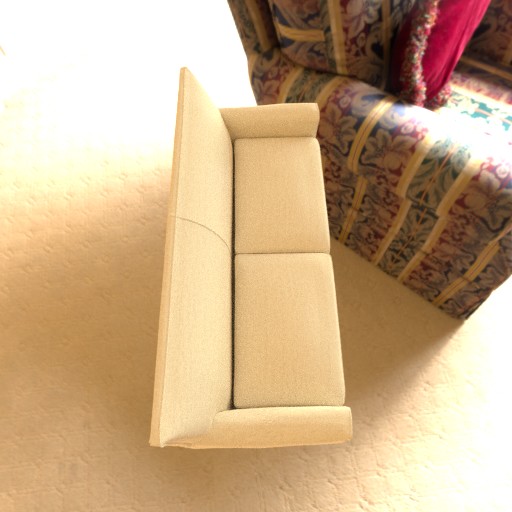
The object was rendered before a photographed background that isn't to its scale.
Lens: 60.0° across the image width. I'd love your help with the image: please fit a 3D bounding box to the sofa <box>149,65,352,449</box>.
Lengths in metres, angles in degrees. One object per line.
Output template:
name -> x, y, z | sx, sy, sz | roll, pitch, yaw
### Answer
sofa -> 0.000, 0.000, 2.484 | 0.841, 0.907, 2.001 | -1, 64, 0
